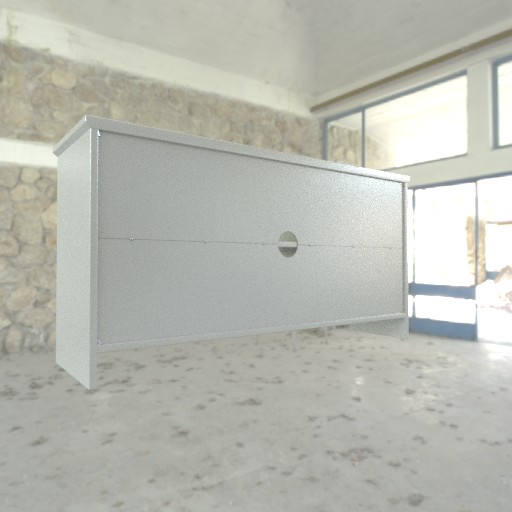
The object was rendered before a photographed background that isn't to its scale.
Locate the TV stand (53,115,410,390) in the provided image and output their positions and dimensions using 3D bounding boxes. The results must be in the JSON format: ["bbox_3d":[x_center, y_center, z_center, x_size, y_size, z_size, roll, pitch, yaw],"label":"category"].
[{"bbox_3d":[0.000,0.000,1.447,1.167,0.603,0.344,1,-1,-36],"label":"TV stand"}]
